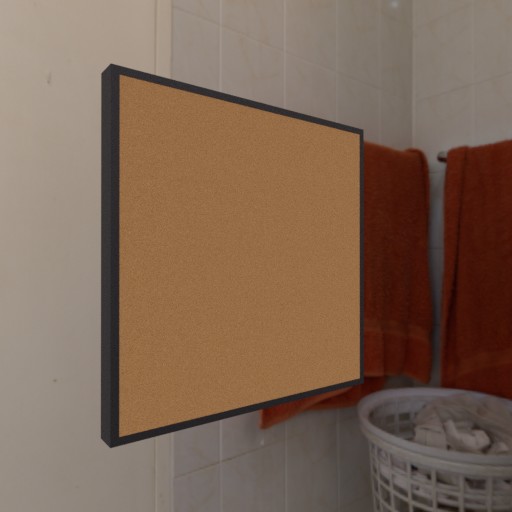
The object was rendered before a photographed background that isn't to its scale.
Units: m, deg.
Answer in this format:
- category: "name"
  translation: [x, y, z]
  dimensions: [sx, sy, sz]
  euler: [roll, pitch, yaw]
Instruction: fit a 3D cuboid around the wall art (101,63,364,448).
- category: "wall art"
  translation: [0.000, 0.000, 0.754]
  dimensions: [0.509, 0.509, 0.040]
  euler: [0, 0, -37]
